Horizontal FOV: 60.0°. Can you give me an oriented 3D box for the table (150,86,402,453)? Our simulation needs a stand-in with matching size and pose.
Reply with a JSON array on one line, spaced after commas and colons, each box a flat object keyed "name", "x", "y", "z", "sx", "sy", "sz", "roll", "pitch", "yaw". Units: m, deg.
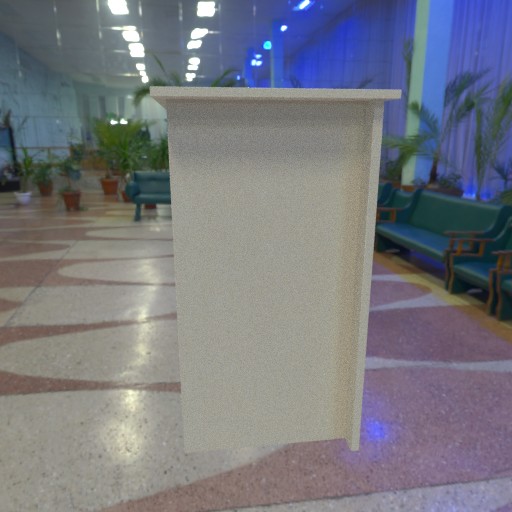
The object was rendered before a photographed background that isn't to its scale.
[{"name": "table", "x": 0.000, "y": 0.000, "z": 1.075, "sx": 0.406, "sy": 0.711, "sz": 0.589, "roll": -2, "pitch": 16, "yaw": -8}]
